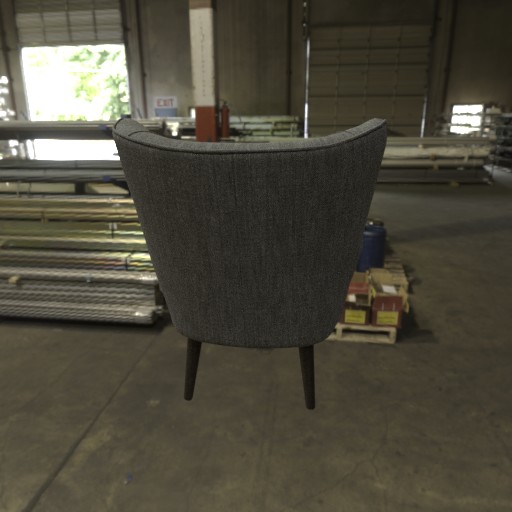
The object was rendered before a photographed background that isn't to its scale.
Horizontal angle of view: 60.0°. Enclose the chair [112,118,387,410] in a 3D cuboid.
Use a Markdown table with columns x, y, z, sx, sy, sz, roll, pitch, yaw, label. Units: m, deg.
| x | y | z | sx | sy | sz | roll | pitch | yaw | label |
| --- | --- | --- | --- | --- | --- | --- | --- | --- | --- |
| 0.000 | 0.000 | 1.574 | 0.781 | 0.933 | 0.888 | 2 | 17 | 7 | chair |
